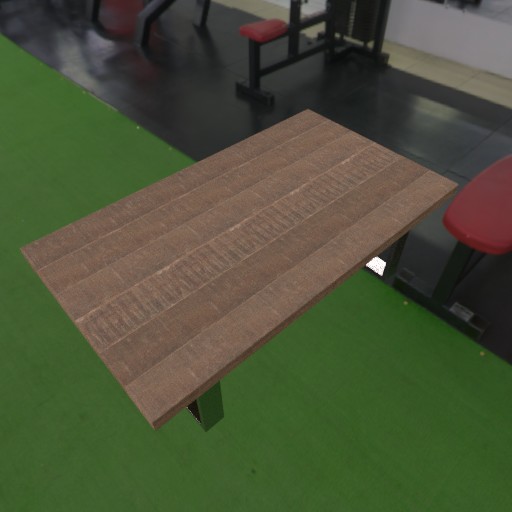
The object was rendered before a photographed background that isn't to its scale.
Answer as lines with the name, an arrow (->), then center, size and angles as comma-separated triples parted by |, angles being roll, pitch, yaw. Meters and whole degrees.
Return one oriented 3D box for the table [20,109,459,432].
table -> 0.000, 0.000, 1.755 | 1.400, 0.440, 0.800 | -33, 55, -28
